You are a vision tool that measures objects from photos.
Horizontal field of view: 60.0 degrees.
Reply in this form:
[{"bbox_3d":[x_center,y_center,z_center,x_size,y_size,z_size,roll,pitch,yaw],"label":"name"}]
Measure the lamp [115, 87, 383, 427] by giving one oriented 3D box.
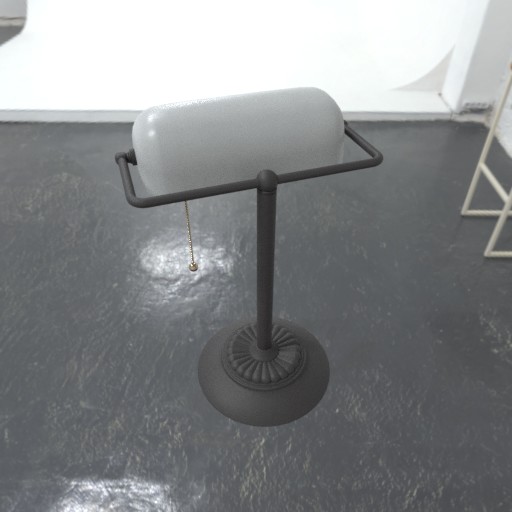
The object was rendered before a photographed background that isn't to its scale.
[{"bbox_3d":[0.000,0.000,0.519,0.264,0.339,0.243,-12,41,-15],"label":"lamp"}]
